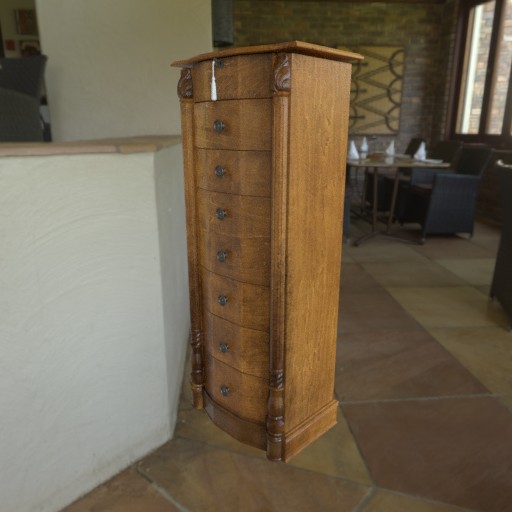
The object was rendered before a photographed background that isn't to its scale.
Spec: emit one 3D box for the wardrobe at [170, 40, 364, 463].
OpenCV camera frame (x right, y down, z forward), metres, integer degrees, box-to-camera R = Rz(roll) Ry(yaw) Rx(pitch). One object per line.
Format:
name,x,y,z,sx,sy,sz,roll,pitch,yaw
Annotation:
wardrobe,0.000,0.000,1.161,0.406,0.959,0.273,15,22,42
